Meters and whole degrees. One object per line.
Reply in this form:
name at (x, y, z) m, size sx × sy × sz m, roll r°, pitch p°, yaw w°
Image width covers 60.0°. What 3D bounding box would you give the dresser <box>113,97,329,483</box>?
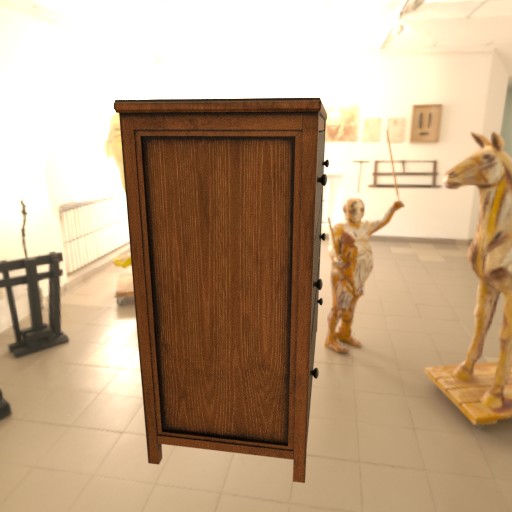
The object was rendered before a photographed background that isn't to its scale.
dresser at (0.000, 0.000, 1.935) m, size 0.591 × 1.224 × 1.250 m, roll 3°, pitch 16°, yaw 9°
